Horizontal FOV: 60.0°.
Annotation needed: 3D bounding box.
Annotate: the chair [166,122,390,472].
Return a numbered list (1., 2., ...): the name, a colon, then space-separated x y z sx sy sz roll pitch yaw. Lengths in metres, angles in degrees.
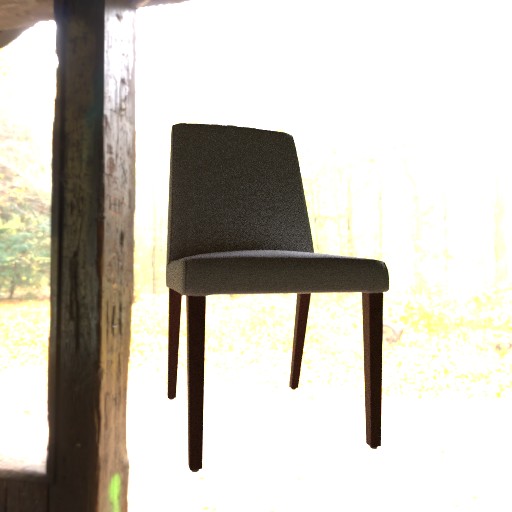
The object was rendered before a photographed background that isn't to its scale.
1. chair: 0.000 0.000 1.237 0.480 0.900 0.594 0 -2 -16
